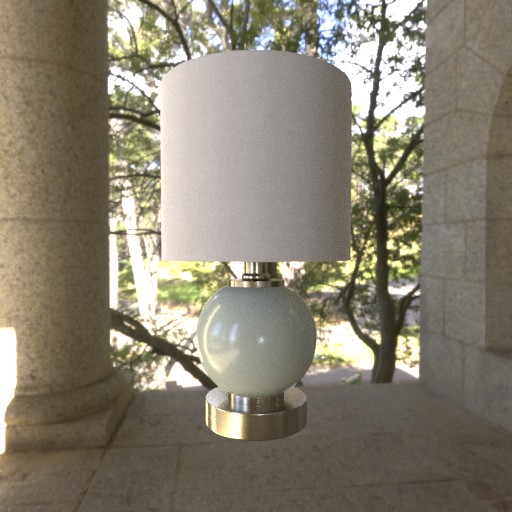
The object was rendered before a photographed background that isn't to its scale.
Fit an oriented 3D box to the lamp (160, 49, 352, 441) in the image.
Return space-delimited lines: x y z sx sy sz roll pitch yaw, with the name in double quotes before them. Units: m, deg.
"lamp" 0.000 0.000 0.476 0.201 0.353 0.201 0 0 -36
